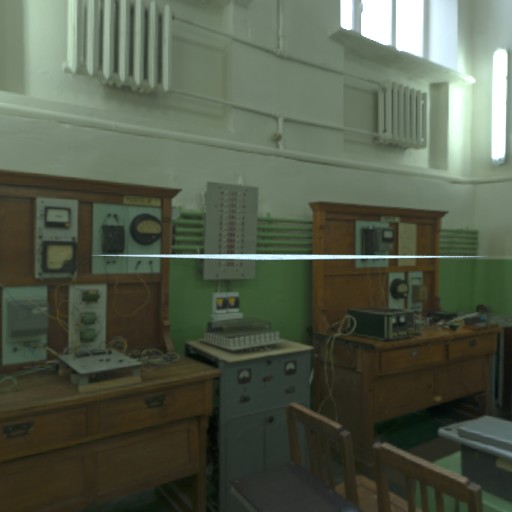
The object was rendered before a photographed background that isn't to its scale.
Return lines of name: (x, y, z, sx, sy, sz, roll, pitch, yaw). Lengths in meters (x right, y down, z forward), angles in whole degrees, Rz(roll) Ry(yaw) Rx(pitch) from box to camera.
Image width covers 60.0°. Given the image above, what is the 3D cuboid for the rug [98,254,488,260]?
rug: (0.000, 0.000, 2.341, 1.206, 0.003, 1.835, 0, 1, -35)
